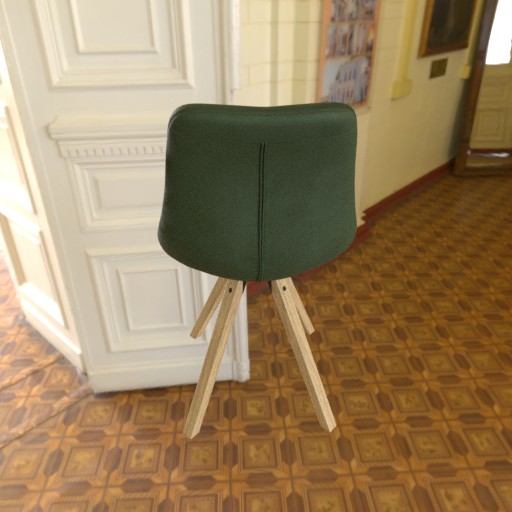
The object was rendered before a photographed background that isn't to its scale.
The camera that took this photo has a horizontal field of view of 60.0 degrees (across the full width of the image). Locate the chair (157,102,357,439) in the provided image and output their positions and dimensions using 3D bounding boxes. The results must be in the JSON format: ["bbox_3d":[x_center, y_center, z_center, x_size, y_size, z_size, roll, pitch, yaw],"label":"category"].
[{"bbox_3d":[0.000,0.000,1.168,0.483,0.865,0.547,-2,29,-3],"label":"chair"}]
